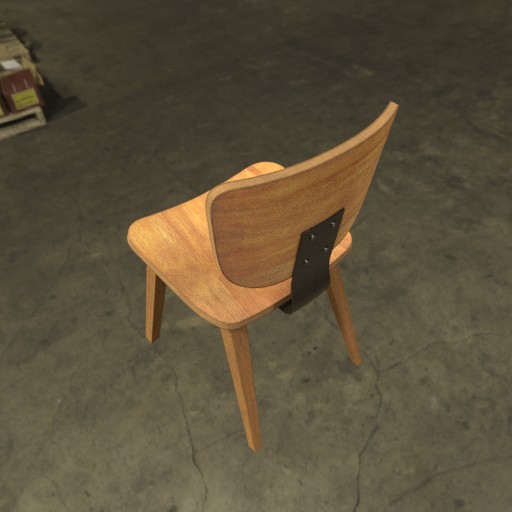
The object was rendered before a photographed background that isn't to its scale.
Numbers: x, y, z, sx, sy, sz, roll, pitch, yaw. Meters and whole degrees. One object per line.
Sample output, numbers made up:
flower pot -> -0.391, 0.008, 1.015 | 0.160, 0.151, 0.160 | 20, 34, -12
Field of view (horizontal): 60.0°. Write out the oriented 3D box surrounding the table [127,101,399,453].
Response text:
table -> 0.000, 0.000, 1.092 | 0.499, 0.805, 0.500 | -31, 54, -26
